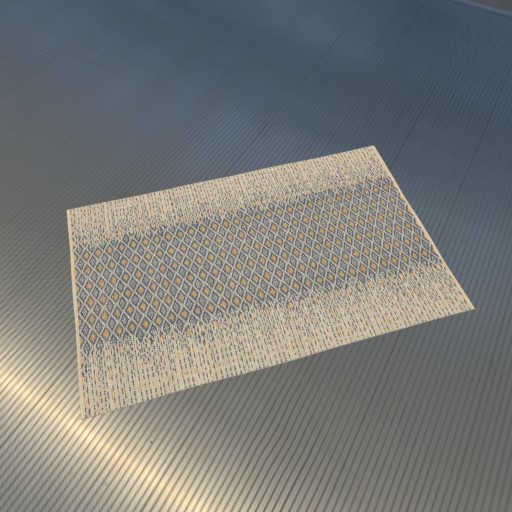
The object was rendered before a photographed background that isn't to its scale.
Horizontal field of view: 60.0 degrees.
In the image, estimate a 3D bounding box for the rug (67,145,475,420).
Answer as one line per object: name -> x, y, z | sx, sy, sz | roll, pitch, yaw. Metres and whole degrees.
rug -> 0.000, 0.000, 3.031 | 2.448, 0.008, 1.541 | -14, 58, -9
